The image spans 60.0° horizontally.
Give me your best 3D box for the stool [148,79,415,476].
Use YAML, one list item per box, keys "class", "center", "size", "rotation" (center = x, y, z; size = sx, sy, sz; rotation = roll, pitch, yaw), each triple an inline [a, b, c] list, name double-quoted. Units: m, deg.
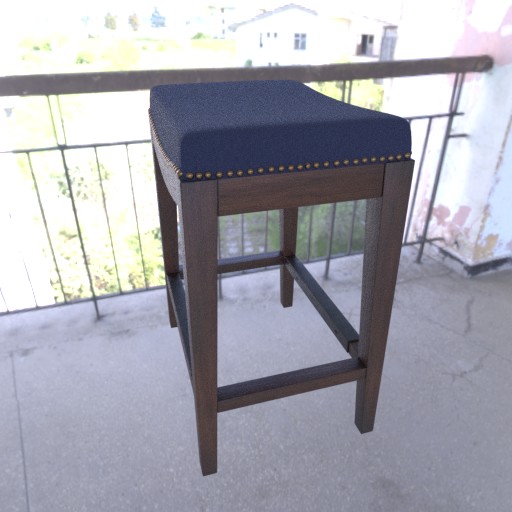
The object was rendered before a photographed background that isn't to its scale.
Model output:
- class: "stool"
  center: [0.000, 0.000, 0.939]
  size: [0.361, 0.642, 0.500]
  rotation: [-8, 30, -15]
